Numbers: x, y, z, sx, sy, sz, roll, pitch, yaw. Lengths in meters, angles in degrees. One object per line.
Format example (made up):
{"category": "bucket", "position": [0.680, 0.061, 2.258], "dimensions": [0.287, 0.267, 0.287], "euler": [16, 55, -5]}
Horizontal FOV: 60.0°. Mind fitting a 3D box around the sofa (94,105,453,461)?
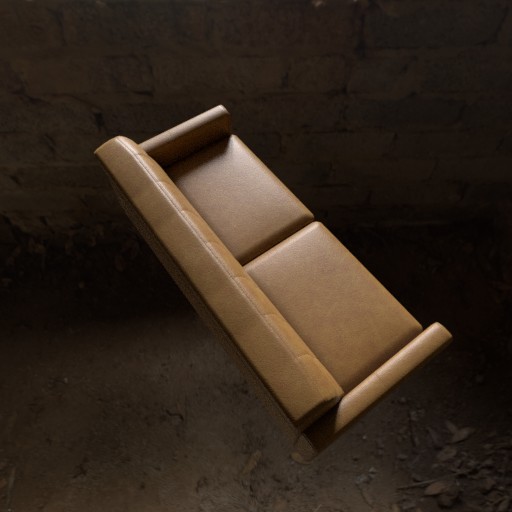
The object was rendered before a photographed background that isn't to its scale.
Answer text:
{"category": "sofa", "position": [0.000, 0.000, 2.681], "dimensions": [0.980, 0.892, 2.137], "euler": [-32, 65, -17]}
